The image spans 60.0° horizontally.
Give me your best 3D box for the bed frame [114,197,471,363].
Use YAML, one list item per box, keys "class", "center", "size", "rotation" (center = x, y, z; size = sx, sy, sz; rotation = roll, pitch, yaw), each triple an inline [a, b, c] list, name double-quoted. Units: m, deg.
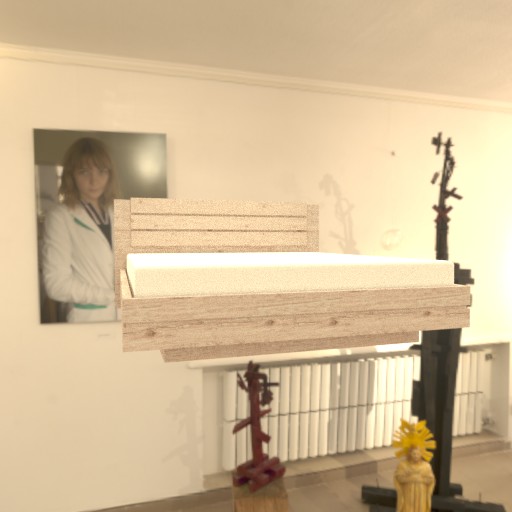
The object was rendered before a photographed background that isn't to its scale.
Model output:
- class: "bed frame"
  center: [0.000, 0.000, 3.184]
  size: [1.950, 0.970, 2.080]
  rotation: [-1, 2, -17]
